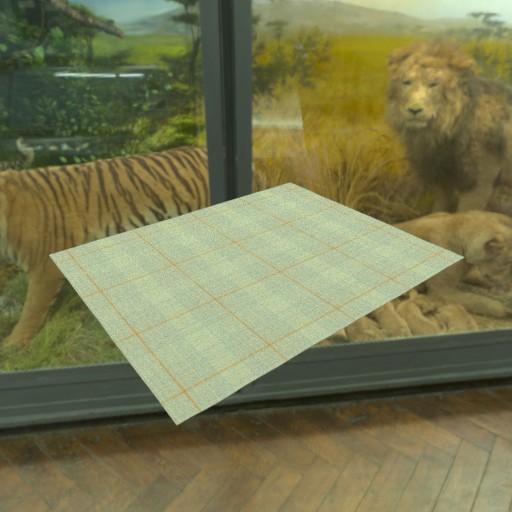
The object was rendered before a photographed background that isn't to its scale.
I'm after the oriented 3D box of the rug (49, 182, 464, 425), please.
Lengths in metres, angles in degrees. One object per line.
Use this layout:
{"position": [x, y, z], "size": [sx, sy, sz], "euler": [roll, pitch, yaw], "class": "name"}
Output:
{"position": [0.000, 0.000, 4.159], "size": [3.051, 0.021, 2.448], "euler": [-22, 37, -32], "class": "rug"}
